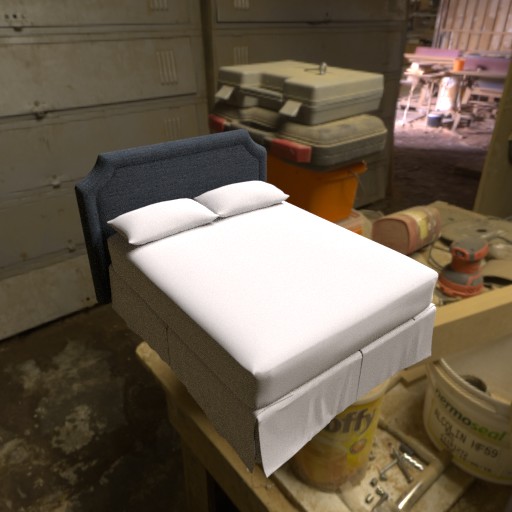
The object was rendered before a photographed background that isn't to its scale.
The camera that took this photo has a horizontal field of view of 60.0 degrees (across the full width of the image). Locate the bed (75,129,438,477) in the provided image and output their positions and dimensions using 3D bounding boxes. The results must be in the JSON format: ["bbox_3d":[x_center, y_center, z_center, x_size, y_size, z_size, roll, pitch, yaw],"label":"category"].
[{"bbox_3d":[0.000,0.000,3.291,1.828,1.297,2.208,-20,35,-32],"label":"bed"}]
